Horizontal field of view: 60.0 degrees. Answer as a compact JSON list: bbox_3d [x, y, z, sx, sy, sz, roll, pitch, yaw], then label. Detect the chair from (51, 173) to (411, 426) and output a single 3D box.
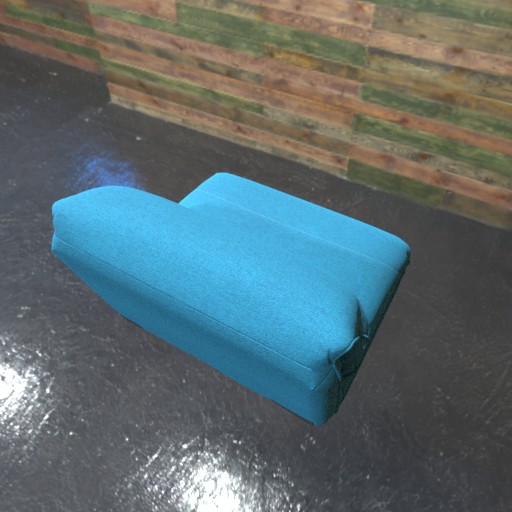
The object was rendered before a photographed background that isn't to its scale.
[{"bbox_3d":[0.000,0.000,1.345,0.820,0.580,0.780,24,52,20],"label":"chair"}]
